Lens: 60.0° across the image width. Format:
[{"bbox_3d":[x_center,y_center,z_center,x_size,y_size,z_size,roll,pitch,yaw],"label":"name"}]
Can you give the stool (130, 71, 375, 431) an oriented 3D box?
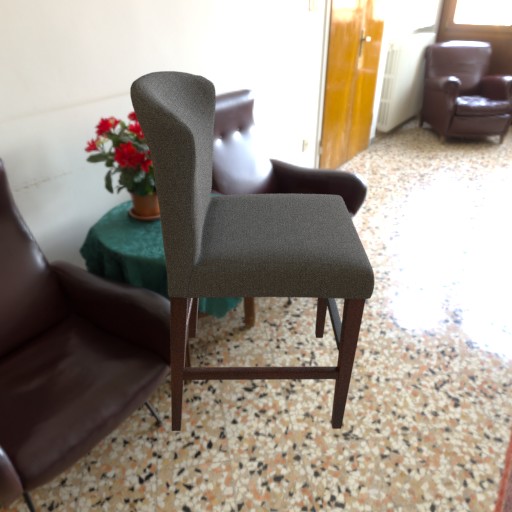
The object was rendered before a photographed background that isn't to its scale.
[{"bbox_3d":[0.000,0.000,1.276,0.568,0.968,0.479,0,31,0],"label":"stool"}]
